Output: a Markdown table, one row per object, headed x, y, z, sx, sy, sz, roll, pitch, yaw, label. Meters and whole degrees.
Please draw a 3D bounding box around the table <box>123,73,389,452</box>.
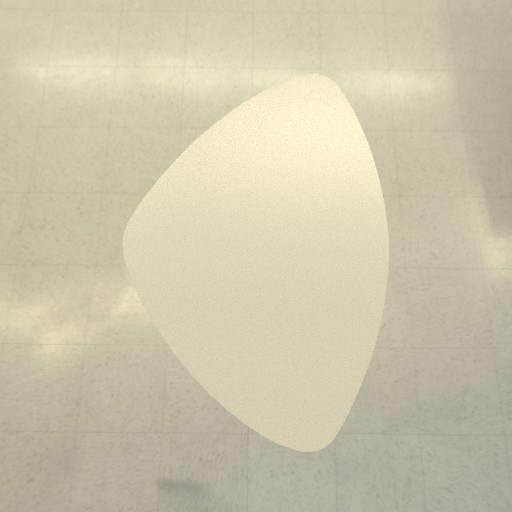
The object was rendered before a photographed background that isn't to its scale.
| x | y | z | sx | sy | sz | roll | pitch | yaw | label |
| --- | --- | --- | --- | --- | --- | --- | --- | --- | --- |
| 0.000 | 0.000 | 1.630 | 0.850 | 0.440 | 1.250 | 3 | 75 | 1 | table |
